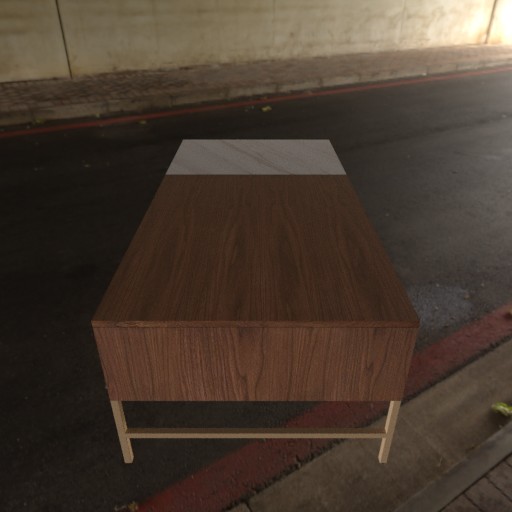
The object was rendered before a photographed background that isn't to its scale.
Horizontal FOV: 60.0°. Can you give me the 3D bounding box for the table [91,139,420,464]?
[{"bbox_3d":[0.000,0.000,1.871,0.789,0.551,1.553,0,30,0],"label":"table"}]
